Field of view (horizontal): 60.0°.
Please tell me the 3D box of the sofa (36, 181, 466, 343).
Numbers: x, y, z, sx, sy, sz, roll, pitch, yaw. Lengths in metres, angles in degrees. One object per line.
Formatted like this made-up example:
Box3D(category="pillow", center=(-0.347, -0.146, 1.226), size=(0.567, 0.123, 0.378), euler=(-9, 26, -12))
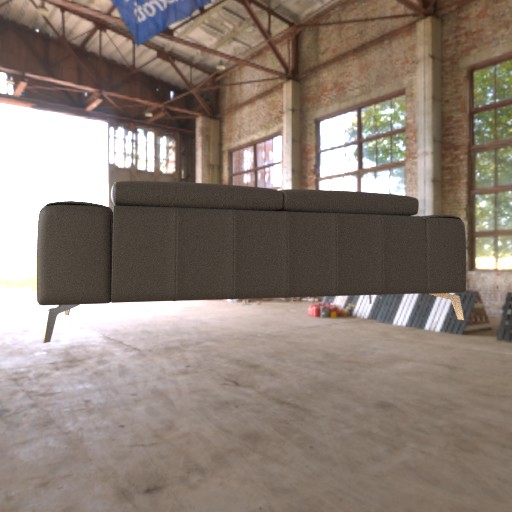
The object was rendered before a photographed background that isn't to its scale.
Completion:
Box3D(category="sofa", center=(0.000, 0.000, 2.741), size=(2.321, 0.759, 1.023), euler=(0, 0, -18))
